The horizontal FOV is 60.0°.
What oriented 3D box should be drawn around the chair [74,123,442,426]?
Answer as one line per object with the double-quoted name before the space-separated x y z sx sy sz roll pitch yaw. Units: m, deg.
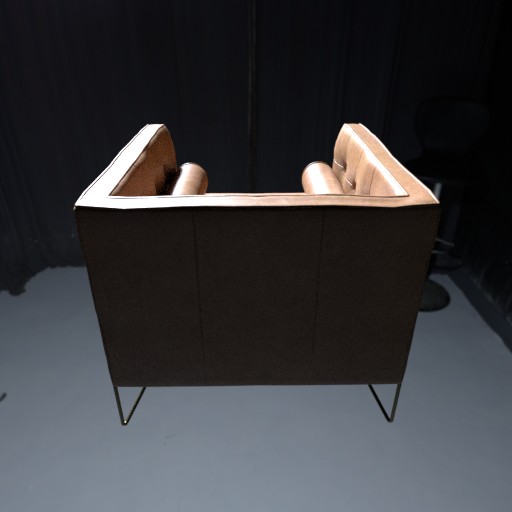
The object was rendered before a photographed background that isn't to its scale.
"chair" 0.000 0.000 1.638 0.920 0.797 0.912 0 30 -1
